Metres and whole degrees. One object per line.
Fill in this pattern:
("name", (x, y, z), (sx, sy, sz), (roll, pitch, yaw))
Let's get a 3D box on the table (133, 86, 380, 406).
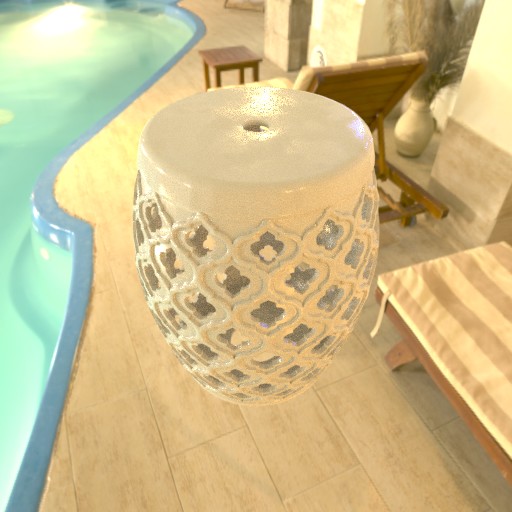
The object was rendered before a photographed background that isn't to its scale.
("table", (0.000, 0.000, 0.627), (0.325, 0.388, 0.325), (0, 41, 0))
